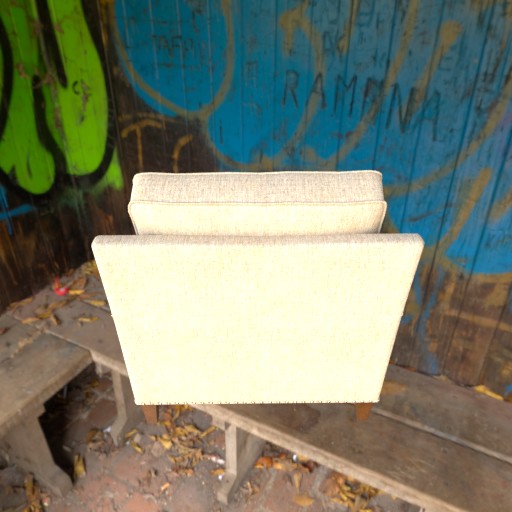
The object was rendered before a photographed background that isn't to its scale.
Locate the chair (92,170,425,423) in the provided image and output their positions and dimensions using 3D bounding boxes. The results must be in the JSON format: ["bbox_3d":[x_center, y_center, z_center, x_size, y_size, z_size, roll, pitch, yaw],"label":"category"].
[{"bbox_3d":[0.000,0.000,1.712,0.853,0.943,1.014,0,30,-1],"label":"chair"}]
